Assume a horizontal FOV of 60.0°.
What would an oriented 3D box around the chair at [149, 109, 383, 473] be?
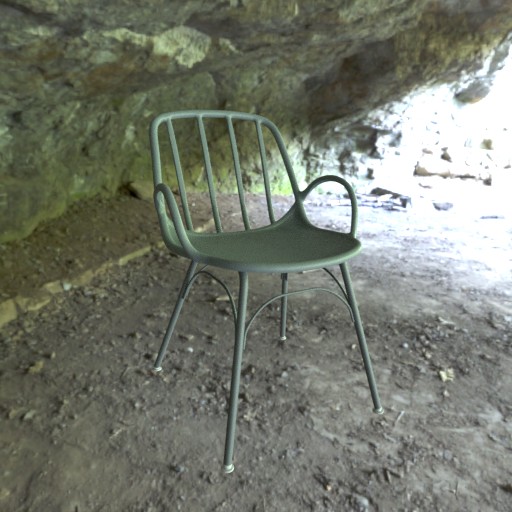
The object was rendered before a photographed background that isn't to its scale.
[{"bbox_3d":[0.000,0.000,1.256,0.549,0.816,0.597,-8,17,-28],"label":"chair"}]
